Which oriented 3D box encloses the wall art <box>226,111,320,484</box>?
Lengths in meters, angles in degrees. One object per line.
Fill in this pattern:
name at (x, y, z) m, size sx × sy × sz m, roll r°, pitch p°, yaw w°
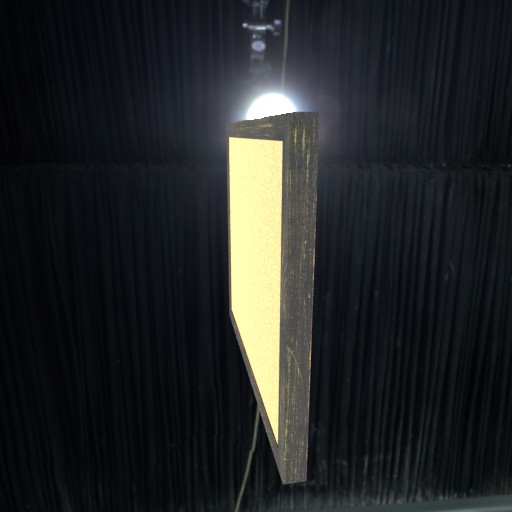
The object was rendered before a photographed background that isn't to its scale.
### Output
wall art at (0.000, 0.000, 0.777) m, size 0.032 × 0.457 × 0.558 m, roll -3°, pitch 16°, yaw -10°
